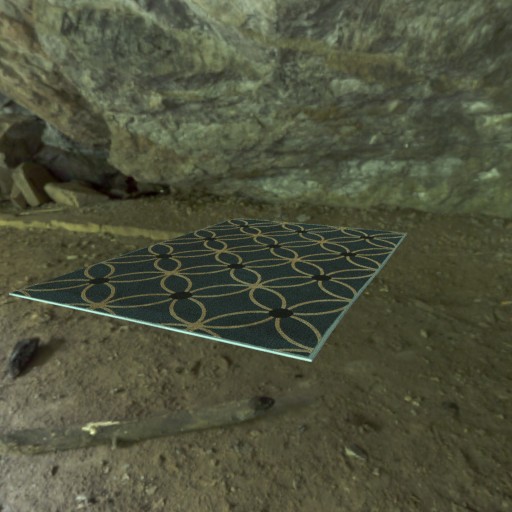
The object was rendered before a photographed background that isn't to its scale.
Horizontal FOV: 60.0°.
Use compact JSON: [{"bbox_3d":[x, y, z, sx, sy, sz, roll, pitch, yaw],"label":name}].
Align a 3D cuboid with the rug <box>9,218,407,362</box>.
[{"bbox_3d":[0.000,0.000,2.781,1.522,0.008,2.284,7,16,25],"label":"rug"}]
